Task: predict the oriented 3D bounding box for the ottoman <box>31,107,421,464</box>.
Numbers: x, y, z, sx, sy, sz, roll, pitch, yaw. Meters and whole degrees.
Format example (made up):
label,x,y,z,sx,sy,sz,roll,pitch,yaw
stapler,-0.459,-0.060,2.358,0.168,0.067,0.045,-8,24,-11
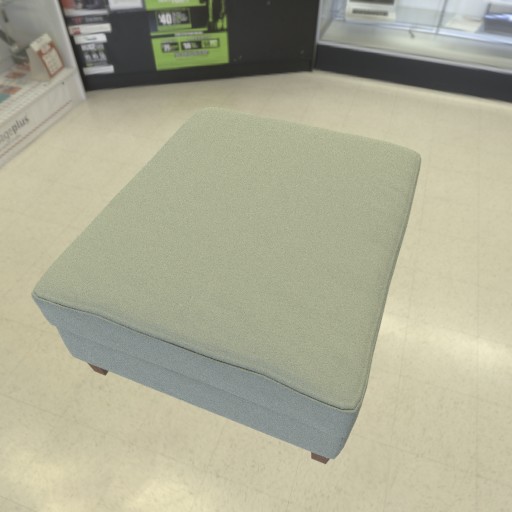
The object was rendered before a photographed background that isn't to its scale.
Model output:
label,x,y,z,sx,sy,sz,roll,pitch,yaw
ottoman,0.000,0.000,1.426,0.842,0.494,0.991,16,50,14
